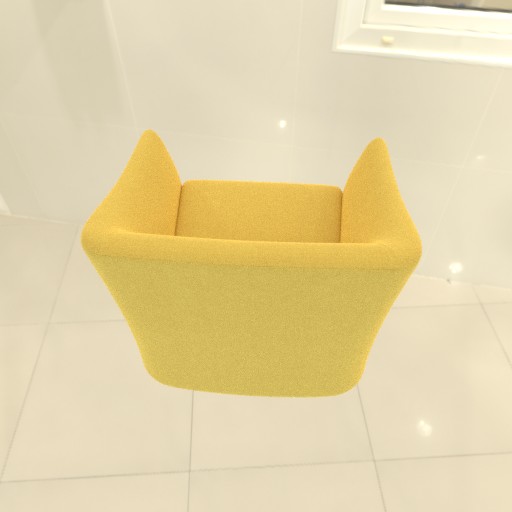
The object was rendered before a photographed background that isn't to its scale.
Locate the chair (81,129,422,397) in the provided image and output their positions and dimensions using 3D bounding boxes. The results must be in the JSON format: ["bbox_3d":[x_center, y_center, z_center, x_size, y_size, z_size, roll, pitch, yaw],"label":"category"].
[{"bbox_3d":[0.000,0.000,1.363,0.790,0.720,0.700,3,48,3],"label":"chair"}]
